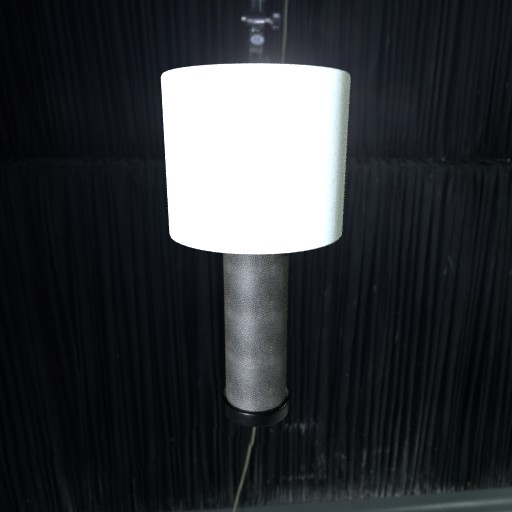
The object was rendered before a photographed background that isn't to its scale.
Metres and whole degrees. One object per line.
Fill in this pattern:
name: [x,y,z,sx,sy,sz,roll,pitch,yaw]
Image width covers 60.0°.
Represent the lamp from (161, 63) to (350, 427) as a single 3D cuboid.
lamp: [0.000,0.000,0.813,0.305,0.634,0.305,-3,16,-10]
